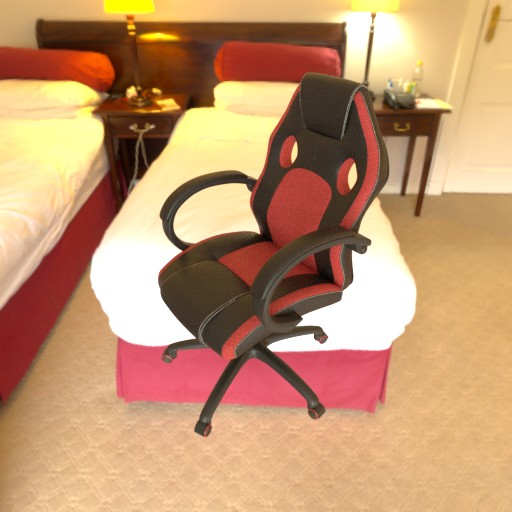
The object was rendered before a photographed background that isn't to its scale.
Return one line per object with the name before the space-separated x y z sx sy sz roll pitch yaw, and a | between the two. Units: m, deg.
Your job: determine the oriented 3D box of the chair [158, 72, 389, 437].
chair | 0.000 0.000 1.662 0.783 1.189 0.750 -21 38 -30
